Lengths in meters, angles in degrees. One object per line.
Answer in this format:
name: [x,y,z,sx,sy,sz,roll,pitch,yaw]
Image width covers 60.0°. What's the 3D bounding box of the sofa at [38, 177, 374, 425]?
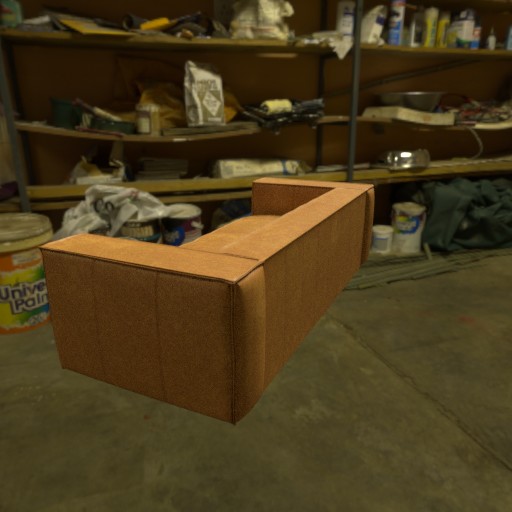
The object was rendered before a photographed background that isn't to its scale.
sofa: [0.000,0.000,3.031,1.102,0.701,2.581,8,20,24]
